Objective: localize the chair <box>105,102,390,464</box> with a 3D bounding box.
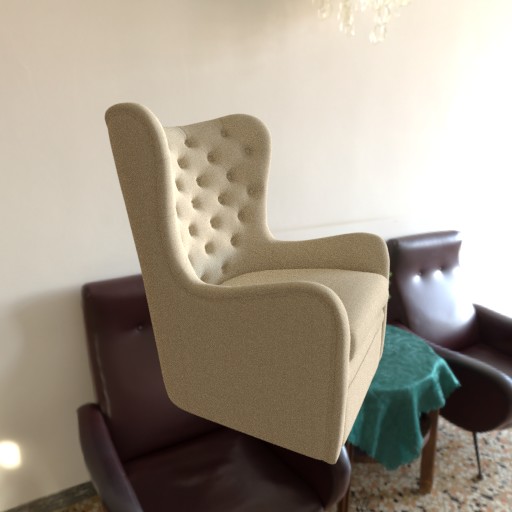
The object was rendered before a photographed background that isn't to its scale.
[{"bbox_3d":[0.000,0.000,1.695,0.929,1.079,0.831,7,17,24],"label":"chair"}]
